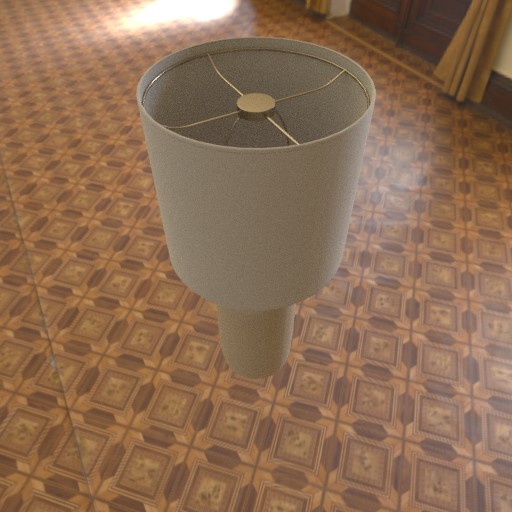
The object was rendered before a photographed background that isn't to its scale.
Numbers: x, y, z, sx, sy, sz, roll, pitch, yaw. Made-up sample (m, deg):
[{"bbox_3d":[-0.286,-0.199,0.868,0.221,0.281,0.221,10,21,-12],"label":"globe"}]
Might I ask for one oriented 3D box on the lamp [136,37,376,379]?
[{"bbox_3d":[0.000,0.000,0.588,0.220,0.475,0.220,-12,48,-11],"label":"lamp"}]
